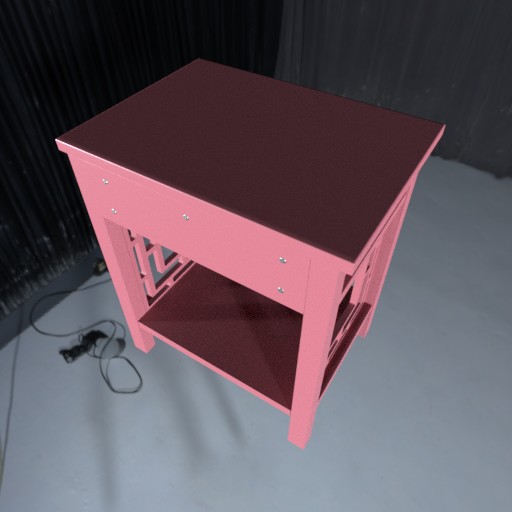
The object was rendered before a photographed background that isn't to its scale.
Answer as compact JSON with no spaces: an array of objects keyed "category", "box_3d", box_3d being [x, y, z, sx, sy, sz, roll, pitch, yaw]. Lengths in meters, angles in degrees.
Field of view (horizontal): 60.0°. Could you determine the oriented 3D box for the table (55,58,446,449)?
[{"category":"table","box_3d":[0.000,0.000,1.090,0.599,0.686,0.451,24,51,22]}]
